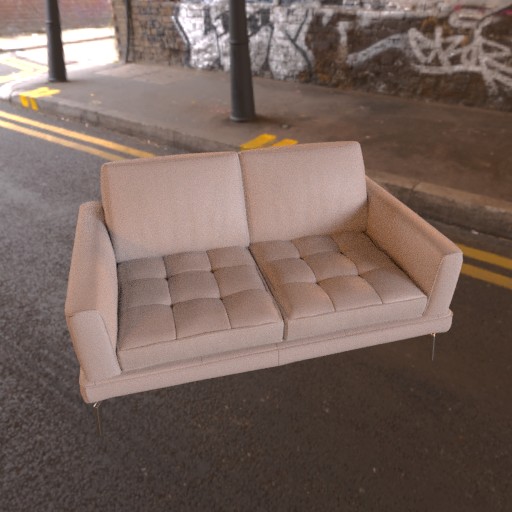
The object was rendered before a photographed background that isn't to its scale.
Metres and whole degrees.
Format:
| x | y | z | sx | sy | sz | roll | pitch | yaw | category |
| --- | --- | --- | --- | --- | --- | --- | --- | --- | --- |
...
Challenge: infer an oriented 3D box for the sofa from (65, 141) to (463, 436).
| x | y | z | sx | sy | sz | roll | pitch | yaw | category |
| --- | --- | --- | --- | --- | --- | --- | --- | --- | --- |
| 0.000 | 0.000 | 2.366 | 1.819 | 0.930 | 1.121 | -8 | 33 | -13 | sofa |
